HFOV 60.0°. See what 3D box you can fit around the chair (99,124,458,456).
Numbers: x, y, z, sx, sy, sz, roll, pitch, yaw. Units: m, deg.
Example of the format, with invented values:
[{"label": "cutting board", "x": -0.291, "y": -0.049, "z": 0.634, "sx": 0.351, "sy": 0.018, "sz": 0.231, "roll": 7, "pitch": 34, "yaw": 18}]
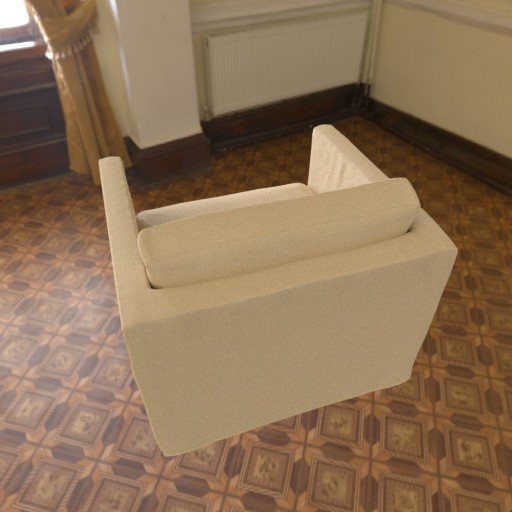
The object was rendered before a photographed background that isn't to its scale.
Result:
[{"label": "chair", "x": 0.000, "y": 0.000, "z": 1.738, "sx": 1.057, "sy": 0.851, "sz": 0.947, "roll": -12, "pitch": 42, "yaw": -14}]
